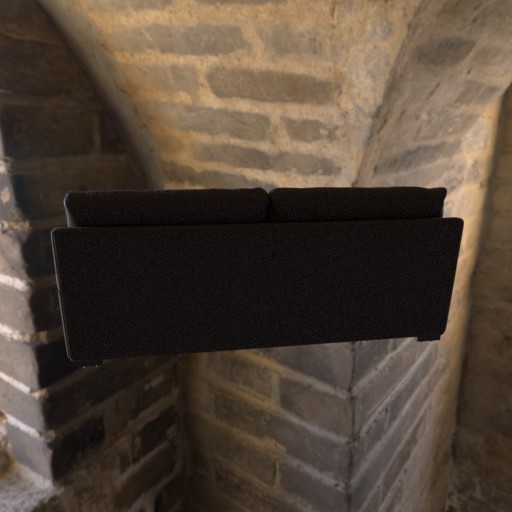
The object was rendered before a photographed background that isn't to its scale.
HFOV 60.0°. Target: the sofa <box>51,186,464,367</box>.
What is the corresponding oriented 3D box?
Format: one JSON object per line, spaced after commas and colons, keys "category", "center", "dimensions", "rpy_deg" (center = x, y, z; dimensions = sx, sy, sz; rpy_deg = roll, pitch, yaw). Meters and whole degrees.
{"category": "sofa", "center": [0.000, 0.000, 2.909], "dimensions": [2.271, 0.950, 1.140], "rpy_deg": [-2, 13, -9]}
